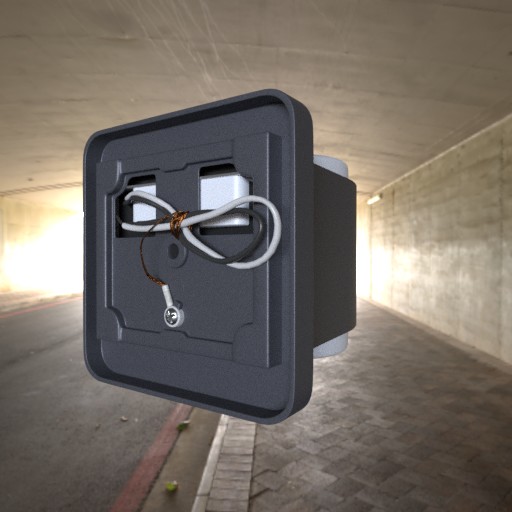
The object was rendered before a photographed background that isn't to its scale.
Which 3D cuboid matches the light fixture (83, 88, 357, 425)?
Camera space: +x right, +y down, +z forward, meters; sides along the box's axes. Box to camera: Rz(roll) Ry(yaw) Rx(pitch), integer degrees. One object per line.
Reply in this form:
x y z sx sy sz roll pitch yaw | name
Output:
0.000 0.000 0.215 0.109 0.109 0.132 0 0 35 | light fixture
